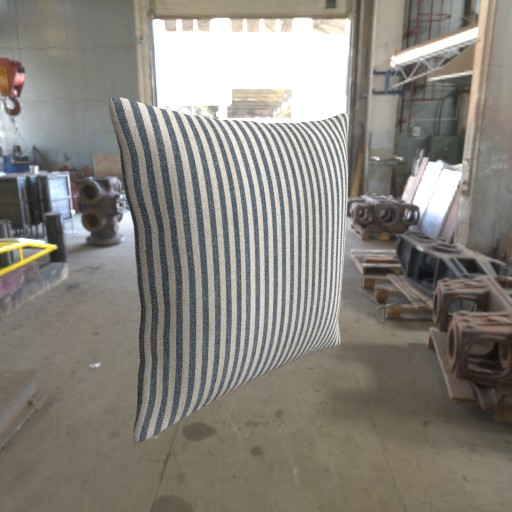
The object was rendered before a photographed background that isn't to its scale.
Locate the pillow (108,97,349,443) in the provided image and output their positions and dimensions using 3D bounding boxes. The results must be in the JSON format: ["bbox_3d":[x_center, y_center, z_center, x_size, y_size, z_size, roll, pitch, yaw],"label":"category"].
[{"bbox_3d":[0.000,0.000,0.793,0.523,0.510,0.166,-13,20,-42],"label":"pillow"}]
